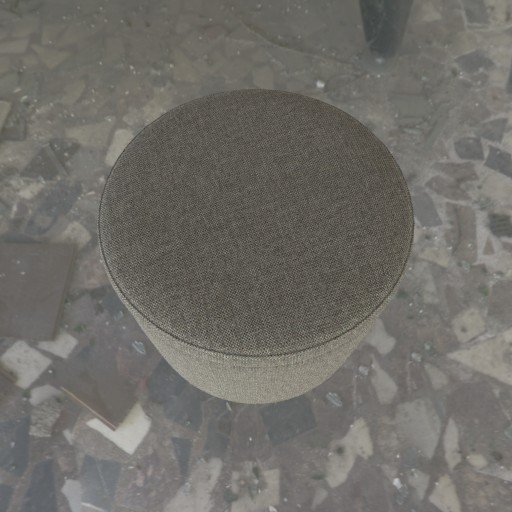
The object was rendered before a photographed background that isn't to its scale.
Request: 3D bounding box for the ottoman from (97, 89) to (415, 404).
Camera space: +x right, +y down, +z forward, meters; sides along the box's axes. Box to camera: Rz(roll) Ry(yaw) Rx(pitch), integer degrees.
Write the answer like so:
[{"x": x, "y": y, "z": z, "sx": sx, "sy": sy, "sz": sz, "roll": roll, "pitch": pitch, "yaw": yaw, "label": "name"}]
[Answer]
[{"x": 0.000, "y": 0.000, "z": 0.892, "sx": 0.520, "sy": 0.430, "sz": 0.520, "roll": 0, "pitch": 63, "yaw": 0, "label": "ottoman"}]
